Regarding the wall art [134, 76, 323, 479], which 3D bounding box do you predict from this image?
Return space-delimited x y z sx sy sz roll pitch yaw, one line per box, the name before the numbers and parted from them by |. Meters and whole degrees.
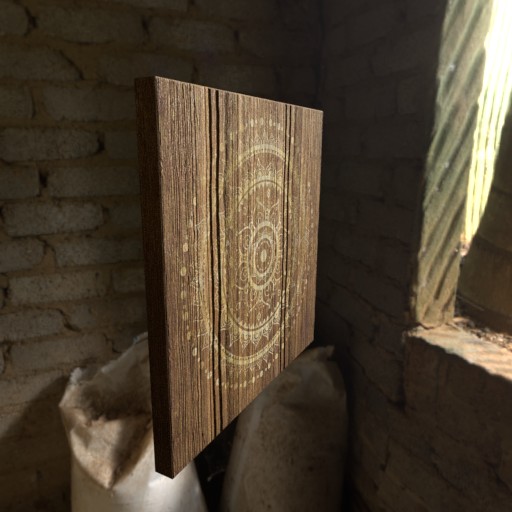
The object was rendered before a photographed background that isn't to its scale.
wall art | 0.000 0.000 0.902 0.042 0.608 0.611 7 16 28
